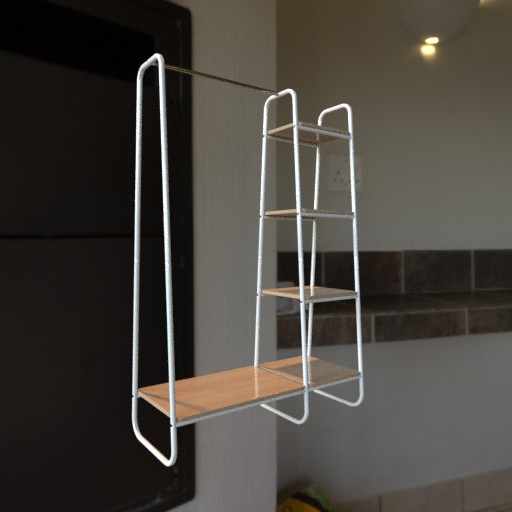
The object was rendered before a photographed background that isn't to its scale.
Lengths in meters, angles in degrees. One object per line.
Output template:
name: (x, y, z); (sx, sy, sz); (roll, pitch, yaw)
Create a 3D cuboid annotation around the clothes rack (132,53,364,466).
clothes rack: (0.000, 0.000, 1.983); (1.011, 1.500, 0.400); (-1, 2, -36)
